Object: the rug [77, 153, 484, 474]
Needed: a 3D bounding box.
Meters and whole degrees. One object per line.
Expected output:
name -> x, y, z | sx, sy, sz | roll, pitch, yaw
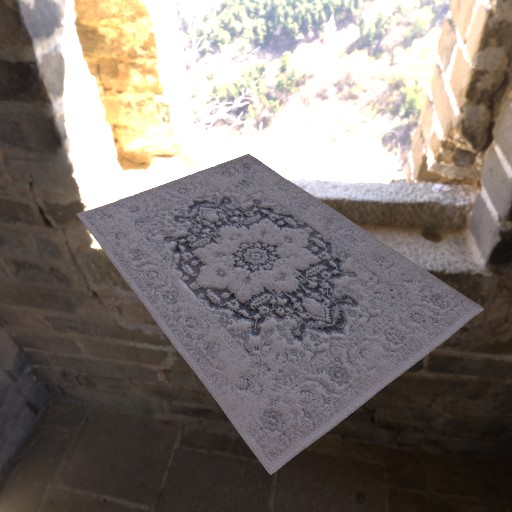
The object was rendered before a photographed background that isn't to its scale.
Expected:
rug -> 0.000, 0.000, 2.267 | 1.223, 0.008, 1.813 | -26, 47, -27
